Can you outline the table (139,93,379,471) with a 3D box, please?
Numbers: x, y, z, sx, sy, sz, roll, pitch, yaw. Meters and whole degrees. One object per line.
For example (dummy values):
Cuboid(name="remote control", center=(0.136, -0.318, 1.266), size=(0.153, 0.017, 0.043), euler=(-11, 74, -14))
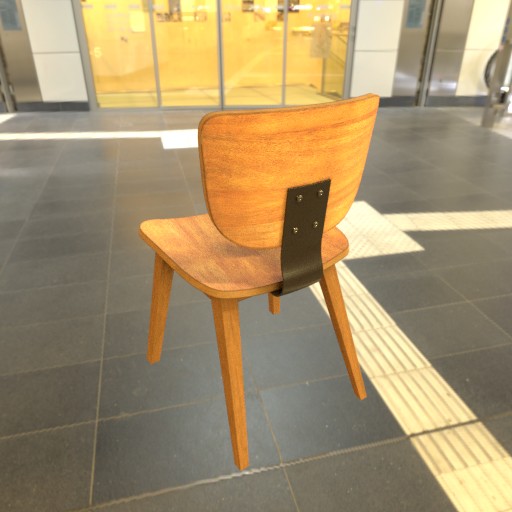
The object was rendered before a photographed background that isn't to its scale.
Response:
Cuboid(name="table", center=(0.000, 0.000, 1.142), size=(0.499, 0.805, 0.500), euler=(-18, 33, -29))
